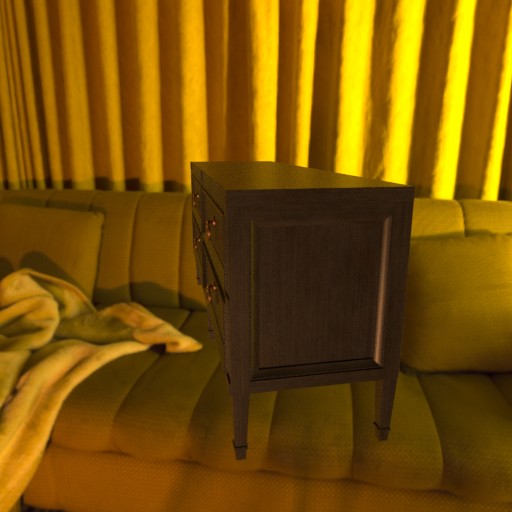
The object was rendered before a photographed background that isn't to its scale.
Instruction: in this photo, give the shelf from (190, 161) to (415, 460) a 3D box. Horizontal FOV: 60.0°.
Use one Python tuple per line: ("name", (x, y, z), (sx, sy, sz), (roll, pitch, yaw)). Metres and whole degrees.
("shelf", (0.000, 0.000, 1.866), (0.479, 0.719, 1.575), (-3, 15, -11))
